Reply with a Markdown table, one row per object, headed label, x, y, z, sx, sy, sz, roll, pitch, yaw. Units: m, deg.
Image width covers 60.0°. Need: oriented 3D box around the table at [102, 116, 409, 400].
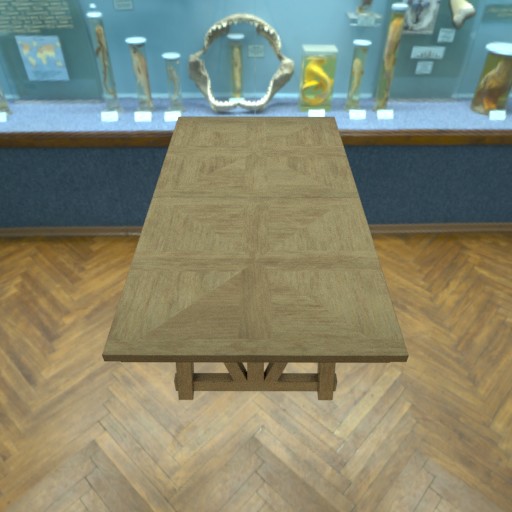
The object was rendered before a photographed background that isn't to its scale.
| label | x | y | z | sx | sy | sz | roll | pitch | yaw |
| --- | --- | --- | --- | --- | --- | --- | --- | --- | --- |
| table | 0.000 | 0.000 | 2.427 | 1.016 | 0.768 | 1.881 | 0 | 41 | 0 |
